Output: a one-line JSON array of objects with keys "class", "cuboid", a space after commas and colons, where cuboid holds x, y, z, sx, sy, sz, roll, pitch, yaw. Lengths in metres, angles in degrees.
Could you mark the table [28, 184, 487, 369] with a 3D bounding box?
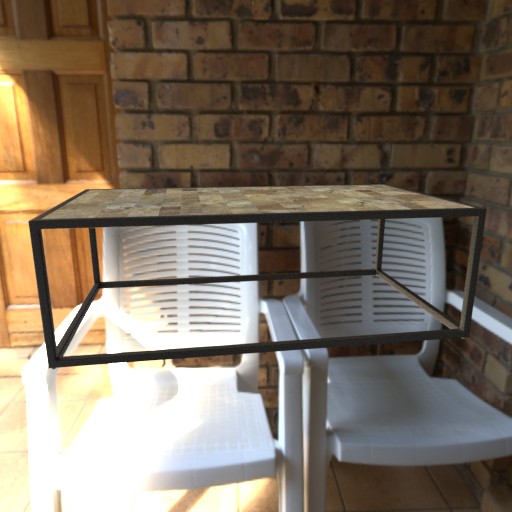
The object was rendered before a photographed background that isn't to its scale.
[{"class": "table", "cuboid": [0.000, 0.000, 1.504, 1.199, 0.398, 0.649, -2, 15, -9]}]
